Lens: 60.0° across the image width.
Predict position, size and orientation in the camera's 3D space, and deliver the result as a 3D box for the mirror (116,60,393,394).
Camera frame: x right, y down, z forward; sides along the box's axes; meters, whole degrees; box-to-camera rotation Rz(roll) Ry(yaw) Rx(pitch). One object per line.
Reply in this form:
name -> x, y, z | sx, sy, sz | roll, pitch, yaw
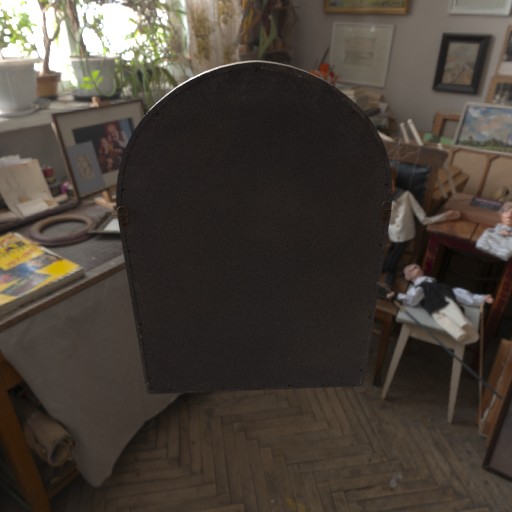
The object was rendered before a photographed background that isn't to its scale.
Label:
mirror -> 0.000, 0.000, 1.138 | 0.660, 0.920, 0.032 | -1, 29, -3
